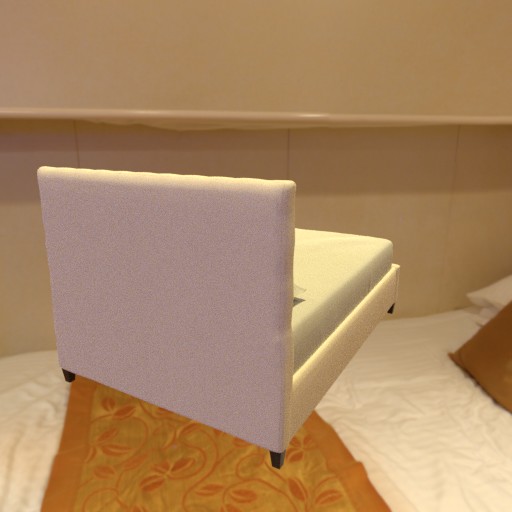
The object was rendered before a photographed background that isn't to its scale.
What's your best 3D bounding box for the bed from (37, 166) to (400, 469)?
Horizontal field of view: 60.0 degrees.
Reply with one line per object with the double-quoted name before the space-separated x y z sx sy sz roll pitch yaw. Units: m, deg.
"bed" 0.000 0.000 3.389 1.698 1.427 2.387 9 18 29
